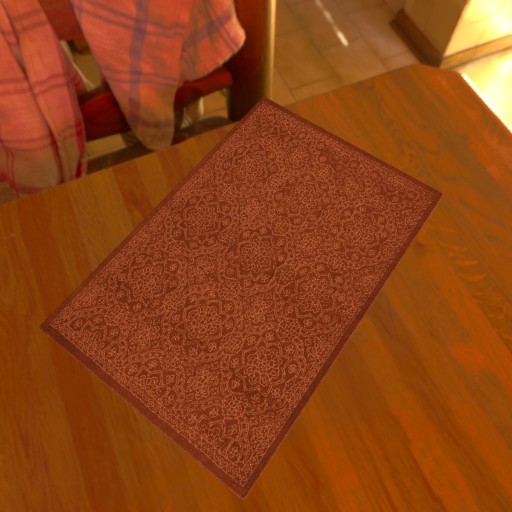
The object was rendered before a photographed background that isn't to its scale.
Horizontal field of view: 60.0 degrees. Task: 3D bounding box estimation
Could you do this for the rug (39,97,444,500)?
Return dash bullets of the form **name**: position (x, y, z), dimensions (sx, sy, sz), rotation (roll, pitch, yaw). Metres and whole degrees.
- **rug**: position (0.000, 0.000, 2.266), dimensions (1.219, 0.010, 1.829), rotation (33, 69, 15)
